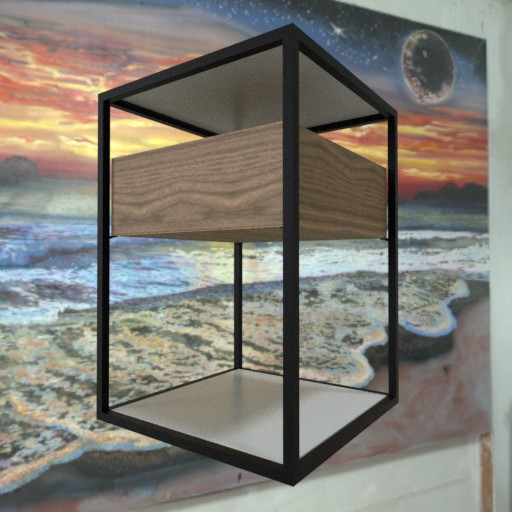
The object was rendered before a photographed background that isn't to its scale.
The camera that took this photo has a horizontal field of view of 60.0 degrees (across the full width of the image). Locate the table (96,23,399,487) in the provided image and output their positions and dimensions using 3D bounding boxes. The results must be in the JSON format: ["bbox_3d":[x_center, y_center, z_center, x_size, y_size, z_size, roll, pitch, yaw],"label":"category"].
[{"bbox_3d":[0.000,0.000,0.779,0.378,0.540,0.378,-1,-1,36],"label":"table"}]
